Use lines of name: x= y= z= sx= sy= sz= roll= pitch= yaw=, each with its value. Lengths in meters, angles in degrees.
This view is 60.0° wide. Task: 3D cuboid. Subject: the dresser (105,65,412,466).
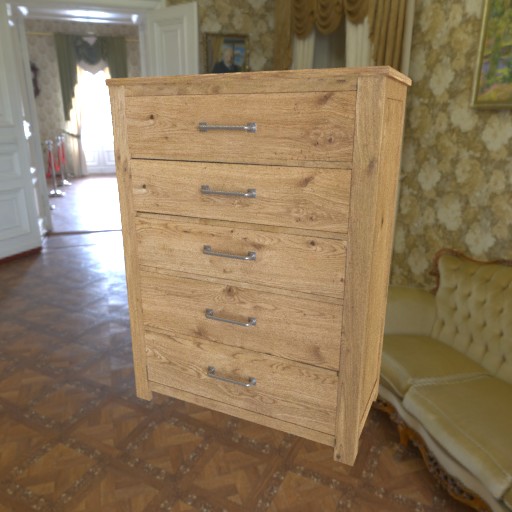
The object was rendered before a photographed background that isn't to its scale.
dresser: x=0.000 y=0.000 z=1.919 sx=1.081 sy=1.431 sz=0.558 roll=8 pitch=19 yaw=24
